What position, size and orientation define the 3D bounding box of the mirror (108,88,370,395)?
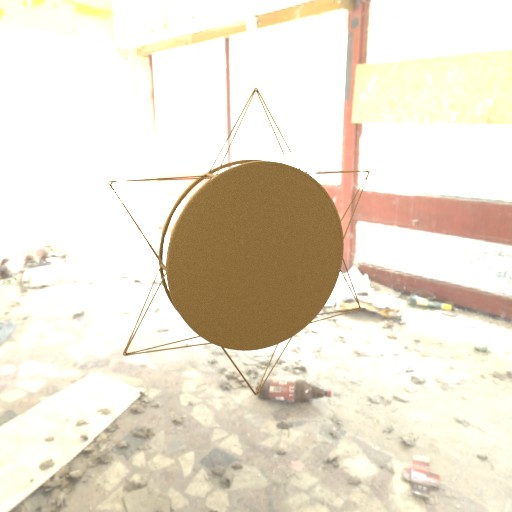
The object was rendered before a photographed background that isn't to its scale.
[{"bbox_3d":[0.000,0.000,0.815,0.498,0.581,0.062,-7,17,-24],"label":"mirror"}]
